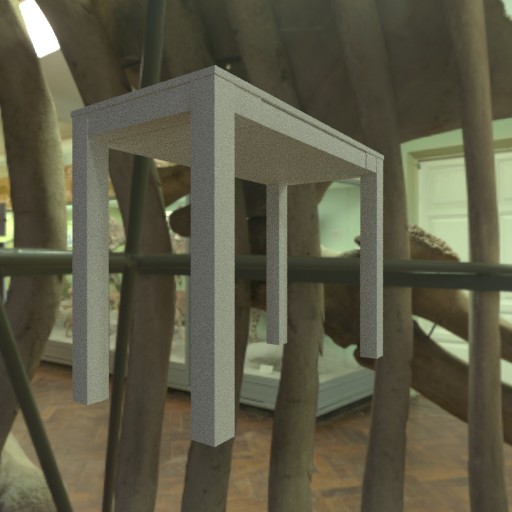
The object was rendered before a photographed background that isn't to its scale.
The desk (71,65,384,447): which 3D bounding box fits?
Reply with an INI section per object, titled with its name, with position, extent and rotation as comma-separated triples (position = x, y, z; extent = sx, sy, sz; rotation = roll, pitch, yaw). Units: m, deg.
[desk]
position = 0.000, 0.000, 1.429
extent = 0.497, 0.762, 0.990
rotation = 0, 0, 35
